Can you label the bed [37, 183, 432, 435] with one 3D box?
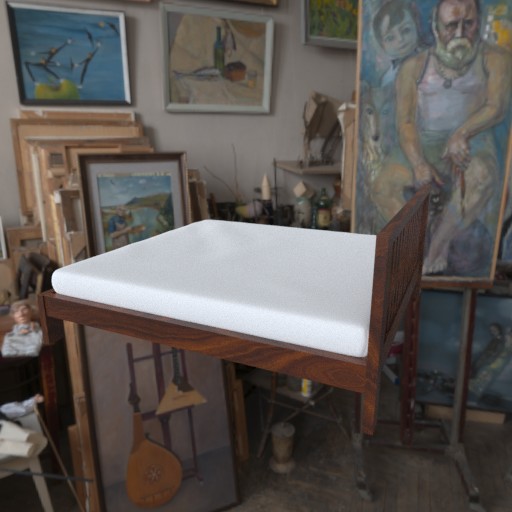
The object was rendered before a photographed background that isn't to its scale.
[{"bbox_3d":[0.000,0.000,3.057,2.030,0.890,1.905,7,17,24],"label":"bed"}]
